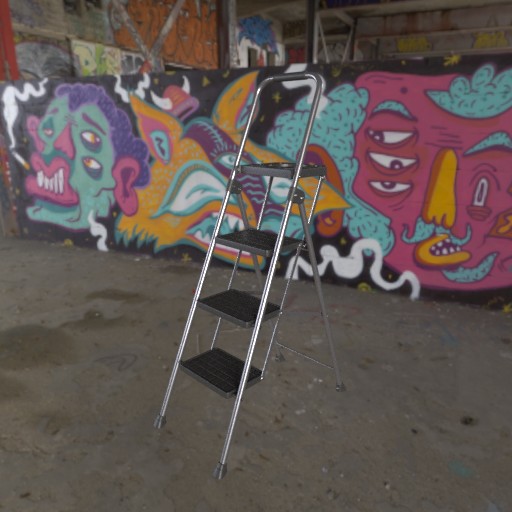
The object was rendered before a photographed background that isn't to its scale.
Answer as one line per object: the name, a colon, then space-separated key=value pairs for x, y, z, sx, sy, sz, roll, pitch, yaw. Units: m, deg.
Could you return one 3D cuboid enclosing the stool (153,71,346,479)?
stool: x=0.000 y=0.000 z=1.628 sx=0.733 sy=1.277 sz=0.396 roll=-16 pitch=23 yaw=-43
